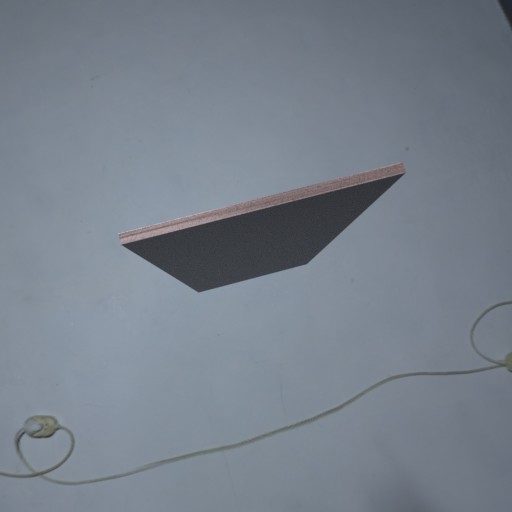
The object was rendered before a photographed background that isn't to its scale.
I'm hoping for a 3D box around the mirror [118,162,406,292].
[{"bbox_3d":[0.000,0.000,2.221,0.812,2.020,0.221,-15,77,-3],"label":"mirror"}]
